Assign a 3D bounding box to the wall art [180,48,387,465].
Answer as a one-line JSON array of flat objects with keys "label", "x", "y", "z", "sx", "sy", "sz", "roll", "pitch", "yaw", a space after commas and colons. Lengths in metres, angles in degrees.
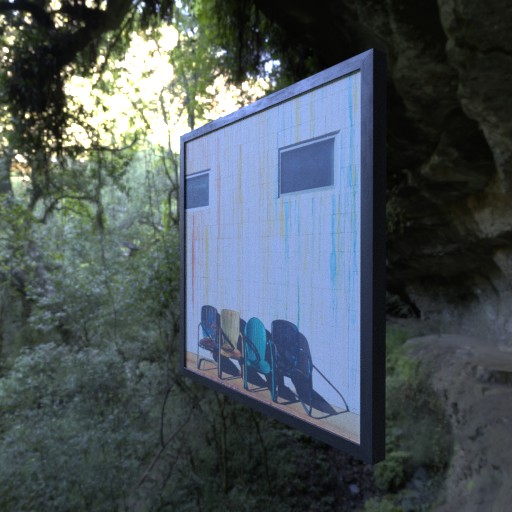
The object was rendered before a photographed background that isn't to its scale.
[{"label": "wall art", "x": 0.000, "y": 0.000, "z": 1.125, "sx": 0.039, "sy": 0.763, "sz": 0.763, "roll": 0, "pitch": 1, "yaw": -37}]
